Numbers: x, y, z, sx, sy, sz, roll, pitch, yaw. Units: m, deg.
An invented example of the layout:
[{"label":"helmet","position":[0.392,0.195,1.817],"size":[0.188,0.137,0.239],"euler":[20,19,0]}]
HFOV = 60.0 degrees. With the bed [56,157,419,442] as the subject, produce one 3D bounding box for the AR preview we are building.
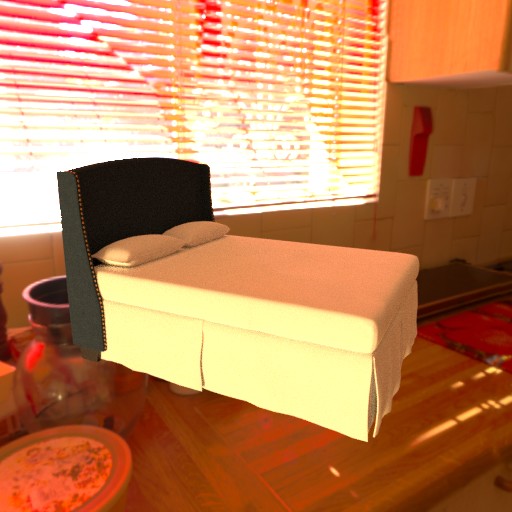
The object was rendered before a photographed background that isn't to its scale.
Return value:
[{"label":"bed","position":[0.000,0.000,3.268],"size":[2.223,1.402,1.604],"euler":[7,16,26]}]
